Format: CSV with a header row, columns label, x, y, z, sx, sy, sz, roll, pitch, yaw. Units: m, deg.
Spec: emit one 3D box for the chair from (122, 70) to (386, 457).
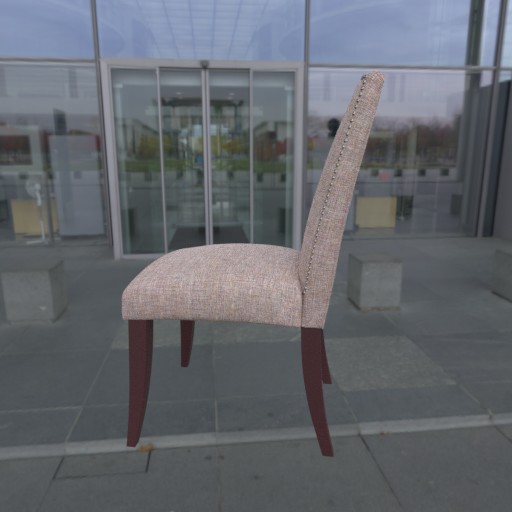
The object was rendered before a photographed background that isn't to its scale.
label,x,y,z,sx,sy,sz,roll,pitch,yaw
chair,0.000,0.000,1.335,0.660,1.016,0.513,2,13,9
